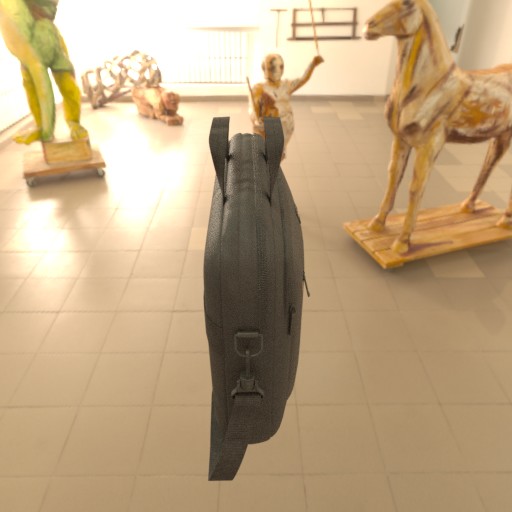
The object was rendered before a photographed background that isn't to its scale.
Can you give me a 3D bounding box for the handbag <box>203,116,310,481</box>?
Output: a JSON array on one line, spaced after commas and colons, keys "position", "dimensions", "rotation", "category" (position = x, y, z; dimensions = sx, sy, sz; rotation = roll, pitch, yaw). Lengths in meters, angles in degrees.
[{"position": [0.000, 0.000, 0.420], "dimensions": [0.089, 0.244, 0.320], "rotation": [-1, 33, -1], "category": "handbag"}]
